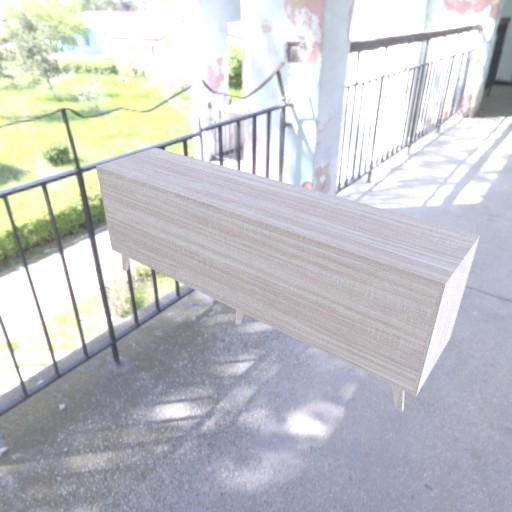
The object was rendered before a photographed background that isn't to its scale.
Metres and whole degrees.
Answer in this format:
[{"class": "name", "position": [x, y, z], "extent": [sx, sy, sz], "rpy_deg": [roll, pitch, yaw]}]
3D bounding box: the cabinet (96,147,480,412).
[{"class": "cabinet", "position": [0.000, 0.000, 2.630], "extent": [2.200, 0.780, 0.500], "rpy_deg": [21, 37, 32]}]
